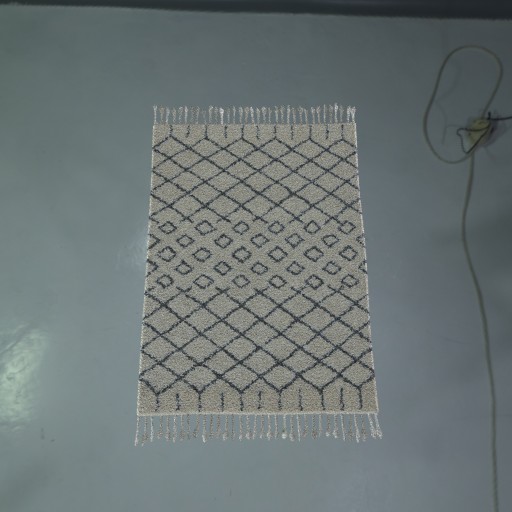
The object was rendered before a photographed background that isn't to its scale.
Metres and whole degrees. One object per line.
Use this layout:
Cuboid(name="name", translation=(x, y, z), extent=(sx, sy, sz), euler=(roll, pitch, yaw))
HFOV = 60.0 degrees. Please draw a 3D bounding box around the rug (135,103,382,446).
Cuboid(name="rug", translation=(0.000, 0.000, 3.297), extent=(1.664, 0.029, 2.615), euler=(-1, 75, 0))
